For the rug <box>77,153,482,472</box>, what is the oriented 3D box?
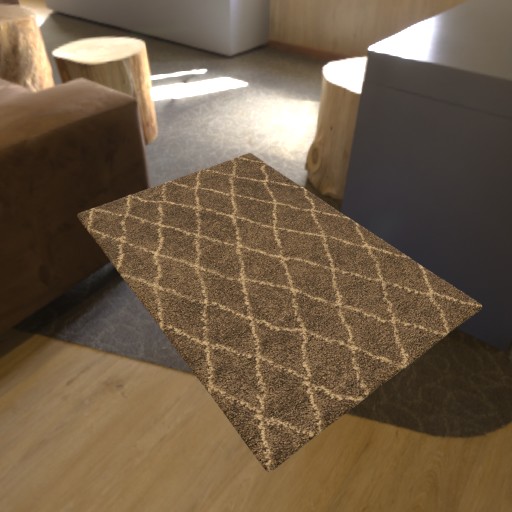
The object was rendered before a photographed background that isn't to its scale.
[{"bbox_3d":[0.000,0.000,2.253,1.219,0.030,1.778,-26,47,-27],"label":"rug"}]
